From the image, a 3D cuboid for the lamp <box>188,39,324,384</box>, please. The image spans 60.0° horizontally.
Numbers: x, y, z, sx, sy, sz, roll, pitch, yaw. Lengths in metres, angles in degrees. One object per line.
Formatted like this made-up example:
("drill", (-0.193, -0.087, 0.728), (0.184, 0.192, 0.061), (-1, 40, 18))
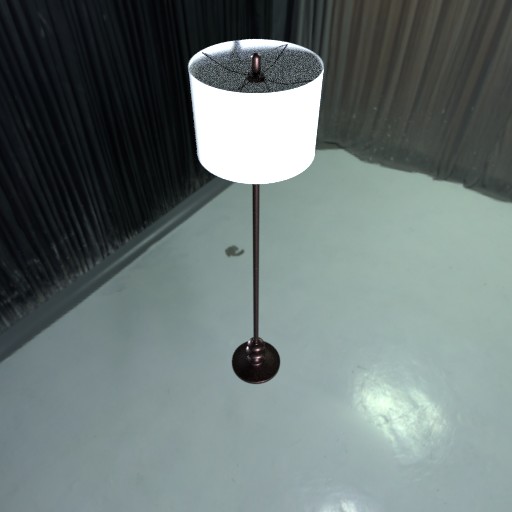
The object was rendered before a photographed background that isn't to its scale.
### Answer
("lamp", (0.000, 0.000, 1.676), (0.356, 1.487, 0.356), (23, 49, 21))
